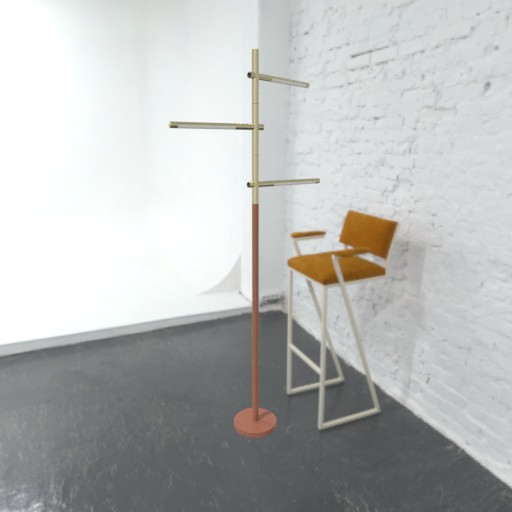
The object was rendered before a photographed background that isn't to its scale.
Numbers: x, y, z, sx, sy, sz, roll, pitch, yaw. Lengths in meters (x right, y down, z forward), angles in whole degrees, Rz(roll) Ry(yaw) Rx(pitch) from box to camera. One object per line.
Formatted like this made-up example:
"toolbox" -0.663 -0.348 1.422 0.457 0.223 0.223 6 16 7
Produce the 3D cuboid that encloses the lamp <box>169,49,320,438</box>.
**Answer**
"lamp" 0.000 0.000 1.980 0.737 1.704 0.209 -13 19 -42
